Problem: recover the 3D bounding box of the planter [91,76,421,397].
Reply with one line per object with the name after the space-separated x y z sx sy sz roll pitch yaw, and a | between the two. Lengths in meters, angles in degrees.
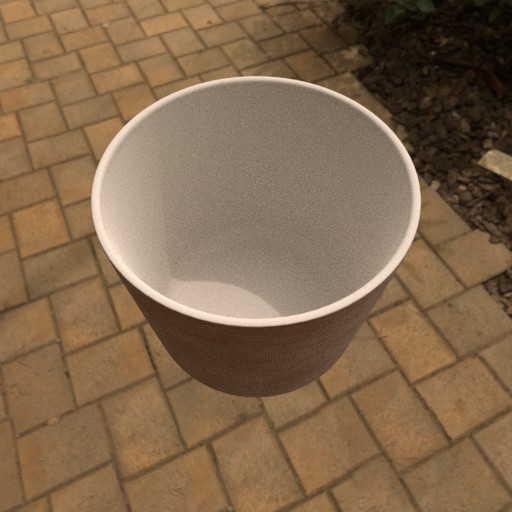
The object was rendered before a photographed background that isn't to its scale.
0.000 0.000 0.768 0.440 0.398 0.440 0 57 0 | planter
